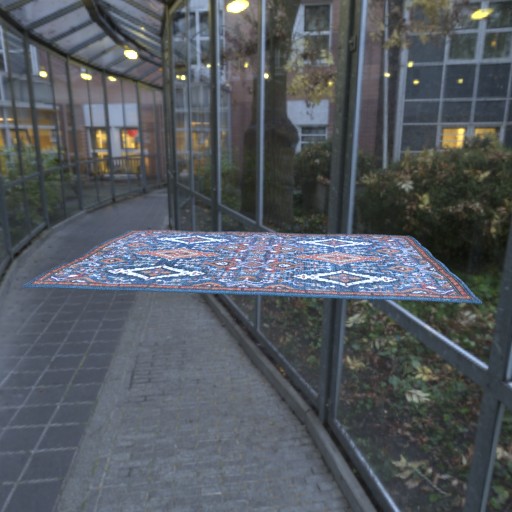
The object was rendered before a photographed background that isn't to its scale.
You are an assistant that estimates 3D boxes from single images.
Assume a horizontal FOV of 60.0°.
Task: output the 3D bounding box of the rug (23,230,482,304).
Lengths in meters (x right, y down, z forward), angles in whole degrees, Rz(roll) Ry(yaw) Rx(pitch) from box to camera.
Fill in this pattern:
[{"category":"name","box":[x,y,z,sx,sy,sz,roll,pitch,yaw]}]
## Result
[{"category":"rug","box":[0.000,0.000,2.321,1.847,0.014,1.195,2,15,6]}]
